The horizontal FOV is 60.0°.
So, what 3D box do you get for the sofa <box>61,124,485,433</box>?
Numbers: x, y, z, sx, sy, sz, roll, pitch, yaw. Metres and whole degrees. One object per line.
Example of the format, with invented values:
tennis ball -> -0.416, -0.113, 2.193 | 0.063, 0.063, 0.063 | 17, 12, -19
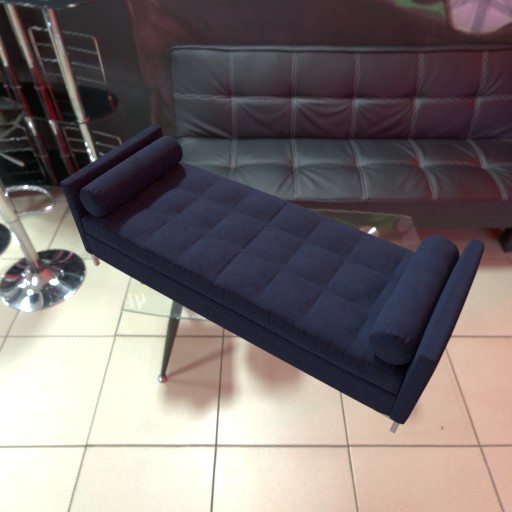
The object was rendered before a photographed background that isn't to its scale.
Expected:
sofa -> 0.000, 0.000, 2.475 | 2.102, 0.657, 0.797 | 25, 50, 23
